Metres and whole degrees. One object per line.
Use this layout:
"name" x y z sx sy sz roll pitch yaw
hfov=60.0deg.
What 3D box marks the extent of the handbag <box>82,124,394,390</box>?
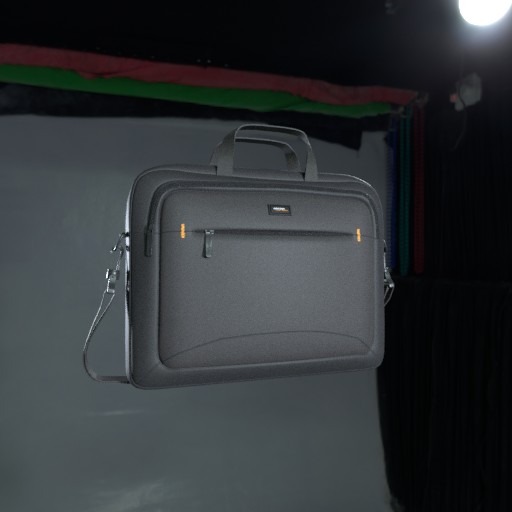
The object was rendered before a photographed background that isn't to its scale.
"handbag" 0.000 0.000 0.585 0.429 0.330 0.126 0 -1 -19
